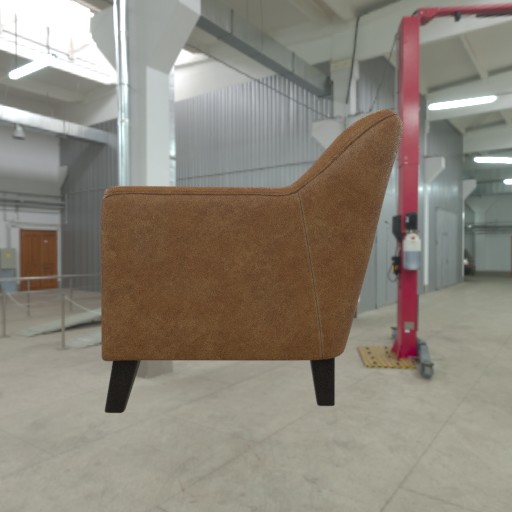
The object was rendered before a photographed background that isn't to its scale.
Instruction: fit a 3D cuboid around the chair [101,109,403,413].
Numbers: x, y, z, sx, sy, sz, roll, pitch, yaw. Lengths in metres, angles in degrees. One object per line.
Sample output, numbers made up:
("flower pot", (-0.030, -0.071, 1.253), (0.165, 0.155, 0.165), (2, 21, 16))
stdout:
("chair", (0.000, 0.000, 1.858), (1.034, 0.980, 1.037), (0, 1, 0))
